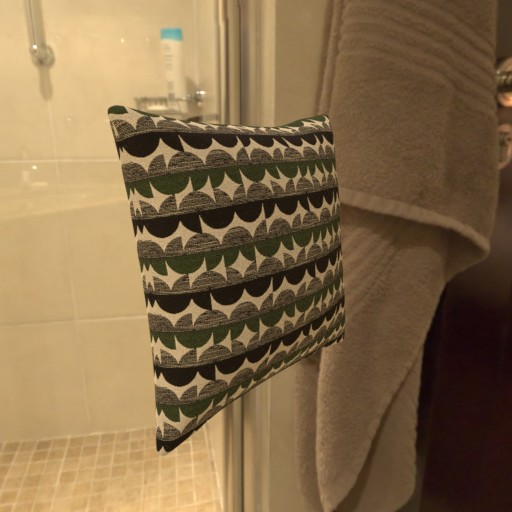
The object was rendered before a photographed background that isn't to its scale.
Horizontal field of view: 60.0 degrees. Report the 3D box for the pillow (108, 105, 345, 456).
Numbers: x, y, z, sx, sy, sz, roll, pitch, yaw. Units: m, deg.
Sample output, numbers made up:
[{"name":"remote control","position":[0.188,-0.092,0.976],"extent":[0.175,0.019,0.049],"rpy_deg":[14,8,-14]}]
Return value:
[{"name":"pillow","position":[0.000,0.000,0.644],"extent":[0.180,0.404,0.419],"rpy_deg":[14,21,40]}]
